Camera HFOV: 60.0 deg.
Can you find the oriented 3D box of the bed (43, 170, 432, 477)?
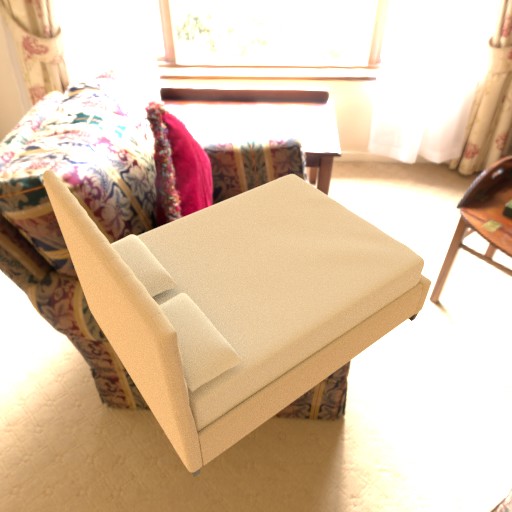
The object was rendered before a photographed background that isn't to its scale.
[{"bbox_3d":[0.000,0.000,3.305,2.233,1.426,1.696,-26,48,-27],"label":"bed"}]
